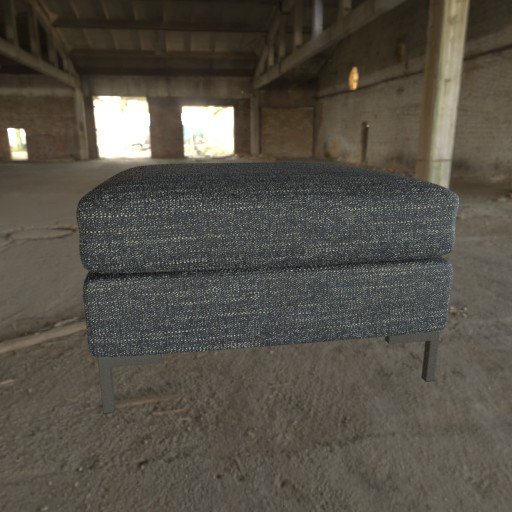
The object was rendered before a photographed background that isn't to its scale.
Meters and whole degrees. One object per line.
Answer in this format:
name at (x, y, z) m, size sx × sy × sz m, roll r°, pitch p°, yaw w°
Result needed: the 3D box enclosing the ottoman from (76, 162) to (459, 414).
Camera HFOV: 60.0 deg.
ottoman at (0.000, 0.000, 1.227) m, size 0.814 × 0.491 × 0.667 m, roll -3°, pitch 15°, yaw -9°
